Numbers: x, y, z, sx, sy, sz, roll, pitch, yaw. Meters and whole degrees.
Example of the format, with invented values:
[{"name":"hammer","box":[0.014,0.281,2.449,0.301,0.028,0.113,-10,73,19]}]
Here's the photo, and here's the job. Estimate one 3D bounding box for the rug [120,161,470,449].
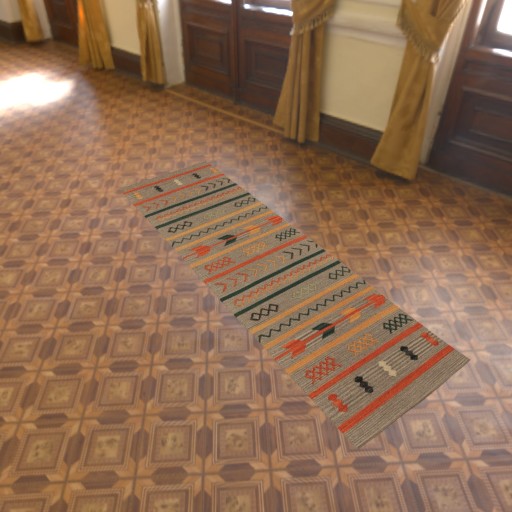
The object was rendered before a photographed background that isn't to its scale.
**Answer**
[{"name":"rug","box":[0.000,0.000,2.658,0.744,0.022,2.419,-25,46,-27]}]
